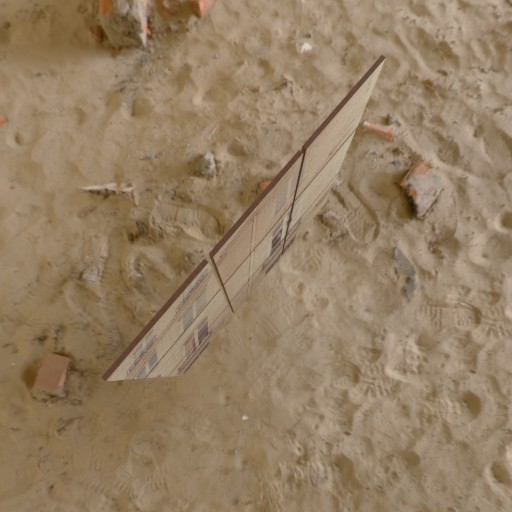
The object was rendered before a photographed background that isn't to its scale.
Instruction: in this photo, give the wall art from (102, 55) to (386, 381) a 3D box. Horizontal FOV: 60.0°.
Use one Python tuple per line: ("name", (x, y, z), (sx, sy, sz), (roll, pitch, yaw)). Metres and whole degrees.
("wall art", (0.000, 0.000, 1.819), (0.024, 1.218, 1.221), (38, 79, 9))
